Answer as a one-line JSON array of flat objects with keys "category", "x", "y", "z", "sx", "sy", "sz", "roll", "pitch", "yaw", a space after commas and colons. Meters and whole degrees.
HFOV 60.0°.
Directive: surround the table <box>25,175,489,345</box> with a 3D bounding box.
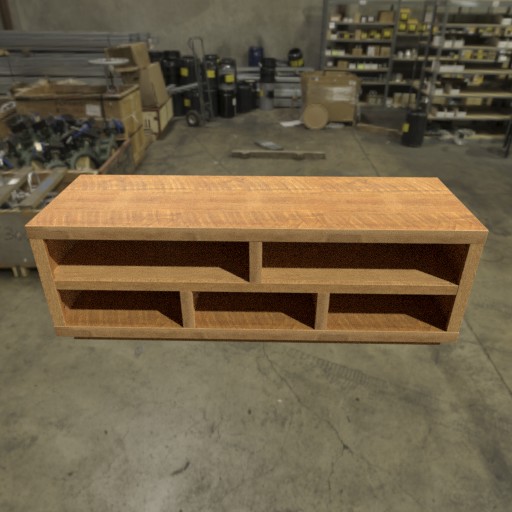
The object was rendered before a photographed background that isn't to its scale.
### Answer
[{"category": "table", "x": 0.000, "y": 0.000, "z": 1.769, "sx": 1.499, "sy": 0.491, "sz": 0.499, "roll": 1, "pitch": 30, "yaw": 1}]
